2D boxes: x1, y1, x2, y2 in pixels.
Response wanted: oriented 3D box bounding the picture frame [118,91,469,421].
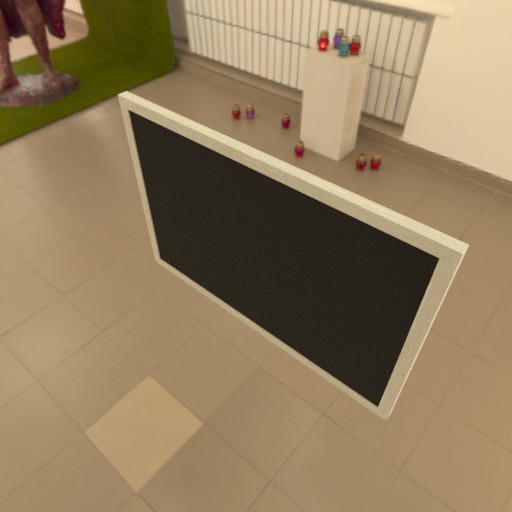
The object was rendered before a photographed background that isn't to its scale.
[{"bbox_3d":[0.000,0.000,1.210,0.950,0.640,0.029,31,52,27],"label":"picture frame"}]
